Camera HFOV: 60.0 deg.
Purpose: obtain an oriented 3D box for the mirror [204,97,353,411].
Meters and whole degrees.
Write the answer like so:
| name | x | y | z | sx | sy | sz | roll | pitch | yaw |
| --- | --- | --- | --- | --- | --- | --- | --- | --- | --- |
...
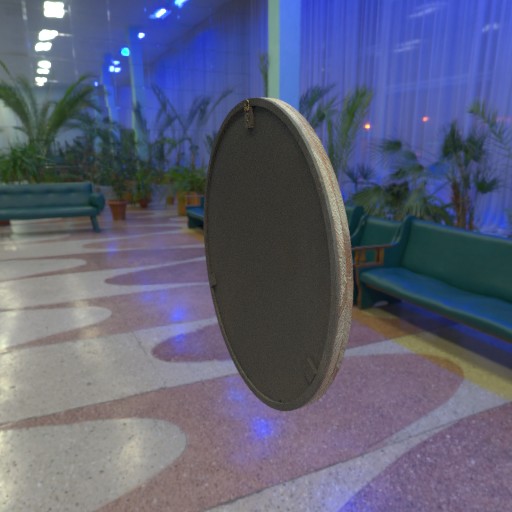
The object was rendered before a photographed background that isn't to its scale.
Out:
| name | x | y | z | sx | sy | sz | roll | pitch | yaw |
| --- | --- | --- | --- | --- | --- | --- | --- | --- | --- |
| mirror | 0.000 | 0.000 | 1.056 | 0.038 | 0.710 | 0.710 | -6 | 16 | -24 |
